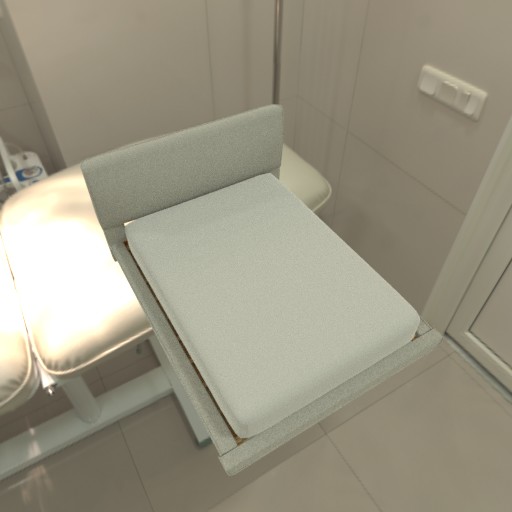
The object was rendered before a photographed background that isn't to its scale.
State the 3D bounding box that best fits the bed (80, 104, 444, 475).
[{"bbox_3d":[0.000,0.000,3.435,1.840,1.067,2.368,-24,51,-21],"label":"bed"}]
